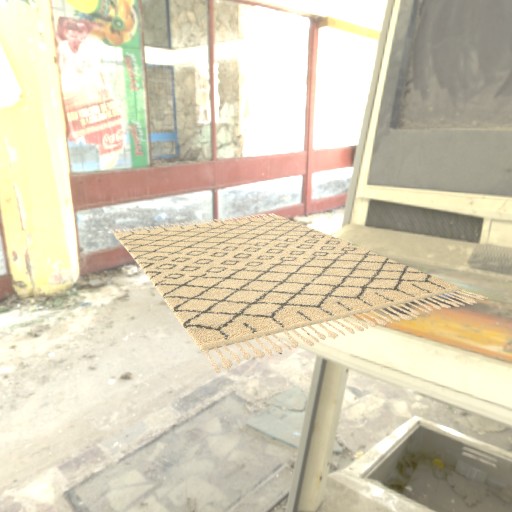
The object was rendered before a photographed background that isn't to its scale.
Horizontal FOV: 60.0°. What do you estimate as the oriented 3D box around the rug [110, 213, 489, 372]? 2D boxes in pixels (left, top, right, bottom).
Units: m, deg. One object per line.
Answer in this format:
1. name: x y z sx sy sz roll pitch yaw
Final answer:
1. rug: 0.000 0.000 3.231 1.664 0.029 2.615 -9 20 -25
